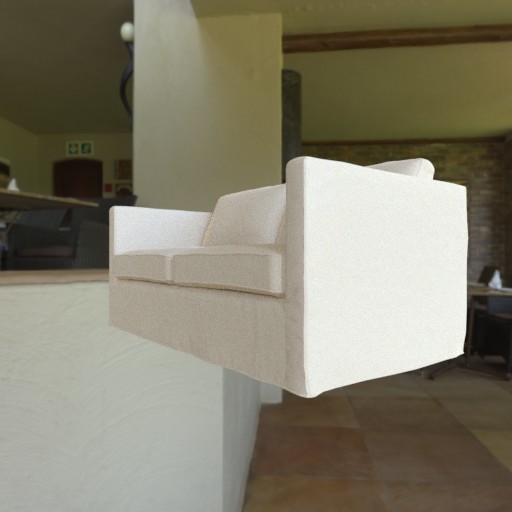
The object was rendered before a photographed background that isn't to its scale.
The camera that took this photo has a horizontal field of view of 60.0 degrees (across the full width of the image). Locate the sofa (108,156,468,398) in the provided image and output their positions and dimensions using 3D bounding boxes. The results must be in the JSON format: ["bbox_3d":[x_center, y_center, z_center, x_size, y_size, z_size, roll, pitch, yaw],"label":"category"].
[{"bbox_3d":[0.000,0.000,2.261,0.962,0.834,1.746,0,0,-37],"label":"sofa"}]
